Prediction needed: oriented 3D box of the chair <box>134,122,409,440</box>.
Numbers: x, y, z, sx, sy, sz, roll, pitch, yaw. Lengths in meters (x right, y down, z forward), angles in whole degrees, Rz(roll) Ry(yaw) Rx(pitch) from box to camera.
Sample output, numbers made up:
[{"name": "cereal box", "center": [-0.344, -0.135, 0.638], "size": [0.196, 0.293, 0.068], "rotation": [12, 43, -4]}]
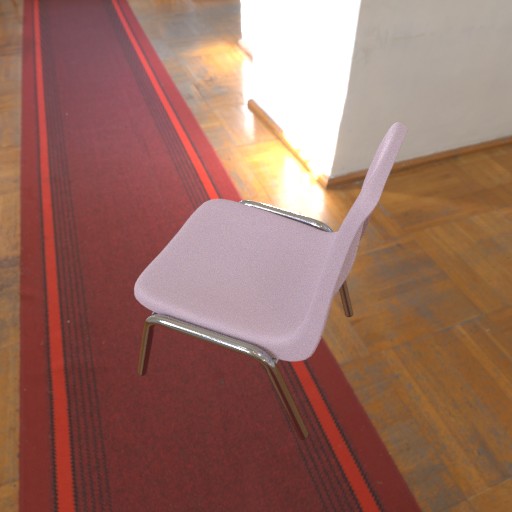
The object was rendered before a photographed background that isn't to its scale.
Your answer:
[{"name": "chair", "center": [0.000, 0.000, 0.788], "size": [0.385, 0.536, 0.354], "rotation": [18, 48, 17]}]
